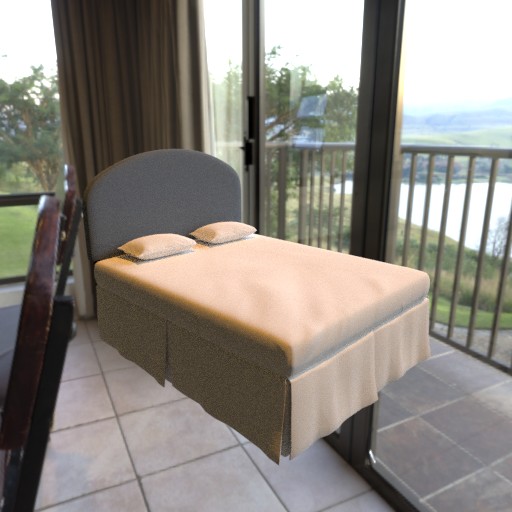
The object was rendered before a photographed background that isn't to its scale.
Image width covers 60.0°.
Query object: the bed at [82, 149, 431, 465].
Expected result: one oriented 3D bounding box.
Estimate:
[{"bbox_3d":[0.000,0.000,3.110,2.005,1.410,1.607,15,22,42],"label":"bed"}]
